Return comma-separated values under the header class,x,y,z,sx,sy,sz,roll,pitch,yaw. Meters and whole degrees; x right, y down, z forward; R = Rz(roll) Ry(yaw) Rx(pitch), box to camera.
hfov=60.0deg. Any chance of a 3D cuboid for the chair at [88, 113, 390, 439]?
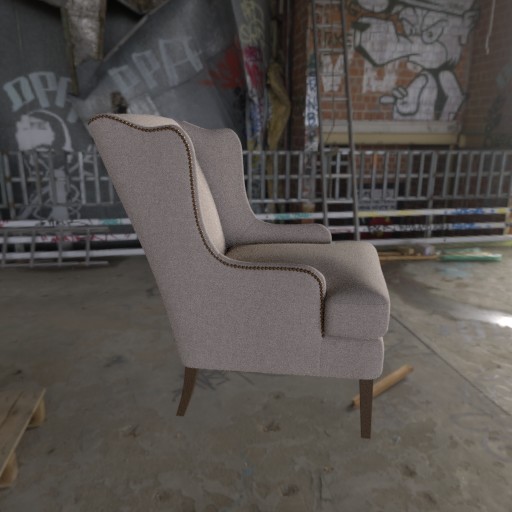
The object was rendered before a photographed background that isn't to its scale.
class,x,y,z,sx,sy,sz,roll,pitch,yaw
chair,0.000,0.000,1.688,0.940,1.029,0.737,3,15,10
